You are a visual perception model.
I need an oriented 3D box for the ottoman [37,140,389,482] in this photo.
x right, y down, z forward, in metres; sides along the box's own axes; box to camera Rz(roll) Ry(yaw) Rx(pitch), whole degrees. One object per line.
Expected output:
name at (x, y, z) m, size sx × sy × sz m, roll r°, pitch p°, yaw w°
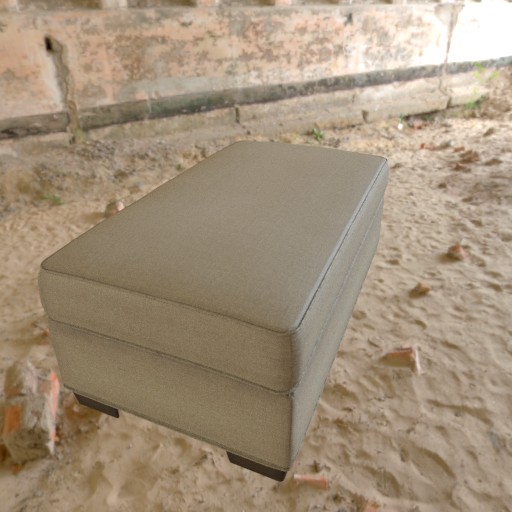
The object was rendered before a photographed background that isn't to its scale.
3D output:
ottoman at (0.000, 0.000, 1.372) m, size 0.617 × 0.461 × 1.097 m, roll 12°, pitch 32°, yaw 20°
